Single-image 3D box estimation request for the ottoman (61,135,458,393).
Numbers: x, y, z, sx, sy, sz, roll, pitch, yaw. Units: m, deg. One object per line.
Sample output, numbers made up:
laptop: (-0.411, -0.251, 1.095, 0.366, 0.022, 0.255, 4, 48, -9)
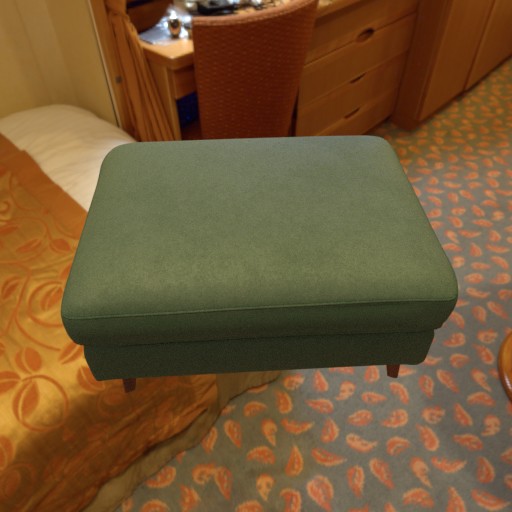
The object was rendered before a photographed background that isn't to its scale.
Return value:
ottoman: (0.000, 0.000, 1.159, 0.811, 0.449, 0.608, -2, 46, -2)
